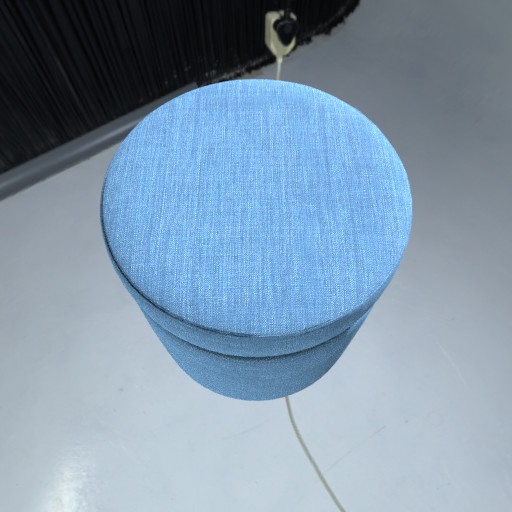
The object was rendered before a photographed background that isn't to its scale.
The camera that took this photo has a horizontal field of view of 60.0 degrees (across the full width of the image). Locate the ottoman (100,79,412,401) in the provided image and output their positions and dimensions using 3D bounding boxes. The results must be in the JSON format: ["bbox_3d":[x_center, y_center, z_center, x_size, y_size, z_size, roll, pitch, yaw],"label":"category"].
[{"bbox_3d":[0.000,0.000,0.724,0.398,0.406,0.398,0,63,0],"label":"ottoman"}]
